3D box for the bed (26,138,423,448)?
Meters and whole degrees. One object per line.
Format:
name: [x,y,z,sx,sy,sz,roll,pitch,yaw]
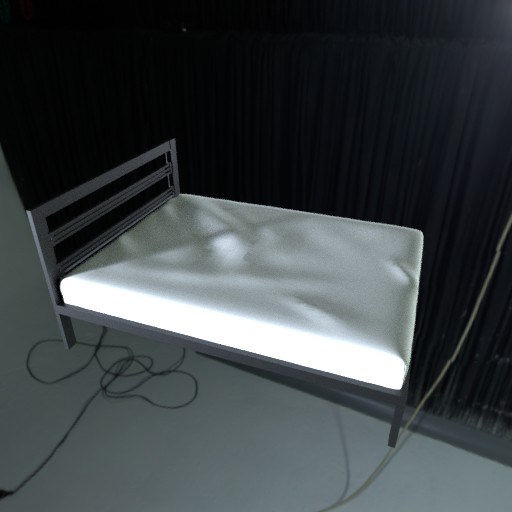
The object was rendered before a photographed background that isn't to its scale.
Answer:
bed: [0.000,0.000,2.903,2.062,0.967,1.524,11,32,18]
